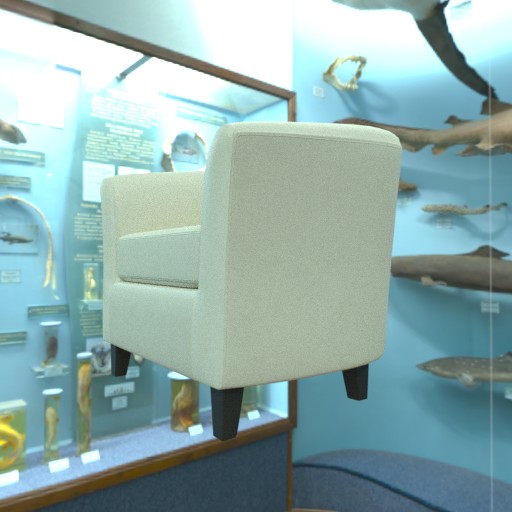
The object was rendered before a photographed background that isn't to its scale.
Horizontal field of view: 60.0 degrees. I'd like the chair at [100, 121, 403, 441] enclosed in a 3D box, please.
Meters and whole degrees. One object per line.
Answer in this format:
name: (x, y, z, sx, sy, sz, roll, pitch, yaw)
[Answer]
chair: (0.000, 0.000, 1.356, 0.727, 0.756, 0.792, 0, -1, -37)
